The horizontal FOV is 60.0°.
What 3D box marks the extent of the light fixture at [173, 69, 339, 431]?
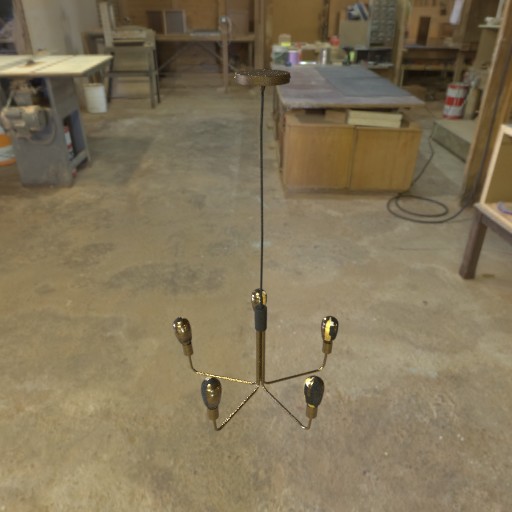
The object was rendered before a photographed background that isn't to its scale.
[{"bbox_3d":[0.000,0.000,1.367,0.588,1.059,0.532,-1,29,-1],"label":"light fixture"}]
